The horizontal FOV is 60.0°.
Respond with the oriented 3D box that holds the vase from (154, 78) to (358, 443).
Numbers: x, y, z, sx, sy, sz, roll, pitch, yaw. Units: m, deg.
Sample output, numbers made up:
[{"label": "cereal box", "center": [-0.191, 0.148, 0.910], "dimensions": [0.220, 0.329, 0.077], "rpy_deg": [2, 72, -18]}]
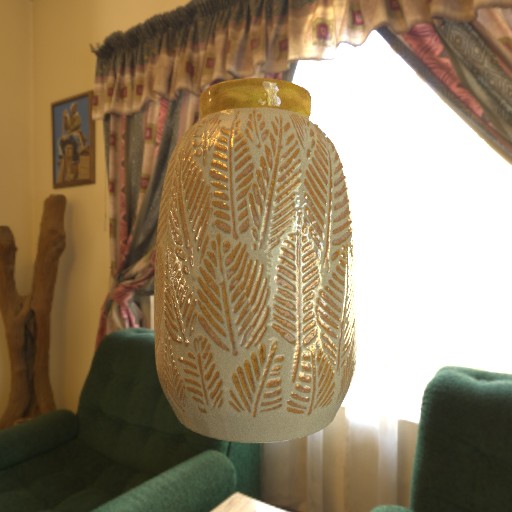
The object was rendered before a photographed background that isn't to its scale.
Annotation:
[{"label": "vase", "center": [0.000, 0.000, 0.382], "dimensions": [0.172, 0.270, 0.172], "rpy_deg": [0, 0, 0]}]
